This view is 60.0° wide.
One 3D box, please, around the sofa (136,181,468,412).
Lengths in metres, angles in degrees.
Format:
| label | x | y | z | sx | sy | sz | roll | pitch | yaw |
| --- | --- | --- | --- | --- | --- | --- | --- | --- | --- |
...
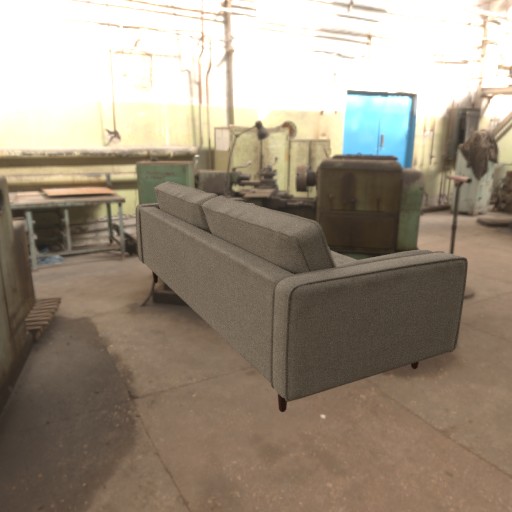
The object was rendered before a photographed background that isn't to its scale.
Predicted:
| label | x | y | z | sx | sy | sz | roll | pitch | yaw |
| --- | --- | --- | --- | --- | --- | --- | --- | --- | --- |
| sofa | 0.000 | 0.000 | 2.643 | 0.914 | 0.762 | 2.211 | -8 | 17 | -27 |
